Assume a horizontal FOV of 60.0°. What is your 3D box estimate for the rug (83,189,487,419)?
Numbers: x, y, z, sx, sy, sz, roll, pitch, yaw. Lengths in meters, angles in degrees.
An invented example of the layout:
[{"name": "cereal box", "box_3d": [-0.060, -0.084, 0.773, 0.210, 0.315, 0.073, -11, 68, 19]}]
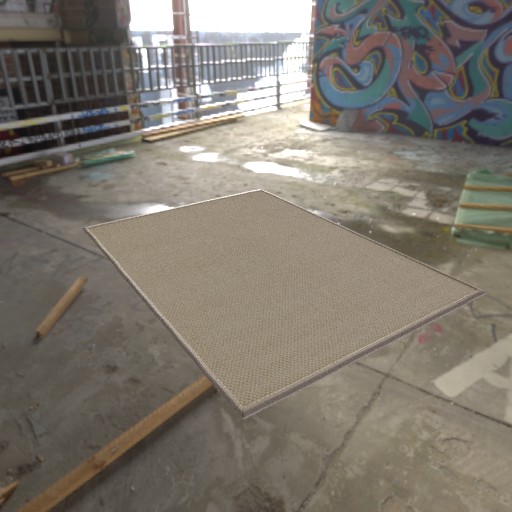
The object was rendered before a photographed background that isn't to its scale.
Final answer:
[{"name": "rug", "box_3d": [0.000, 0.000, 2.706, 1.525, 0.020, 2.081, -17, 31, -30]}]
